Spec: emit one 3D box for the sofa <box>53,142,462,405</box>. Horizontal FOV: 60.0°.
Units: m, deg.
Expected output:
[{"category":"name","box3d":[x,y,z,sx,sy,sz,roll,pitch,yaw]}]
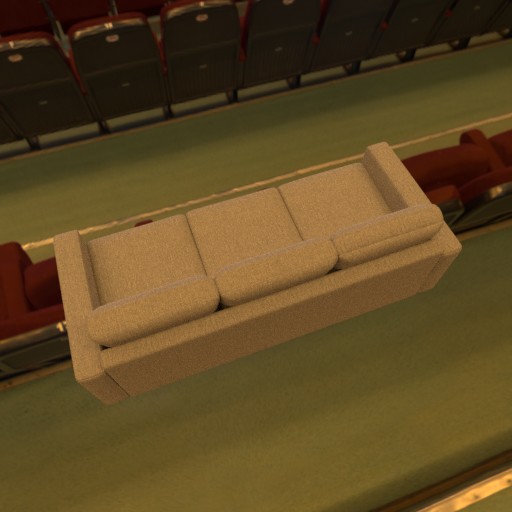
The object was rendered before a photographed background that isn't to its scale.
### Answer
[{"category":"sofa","box3d":[0.000,0.000,2.592,2.120,0.800,0.900,-18,61,-10]}]
